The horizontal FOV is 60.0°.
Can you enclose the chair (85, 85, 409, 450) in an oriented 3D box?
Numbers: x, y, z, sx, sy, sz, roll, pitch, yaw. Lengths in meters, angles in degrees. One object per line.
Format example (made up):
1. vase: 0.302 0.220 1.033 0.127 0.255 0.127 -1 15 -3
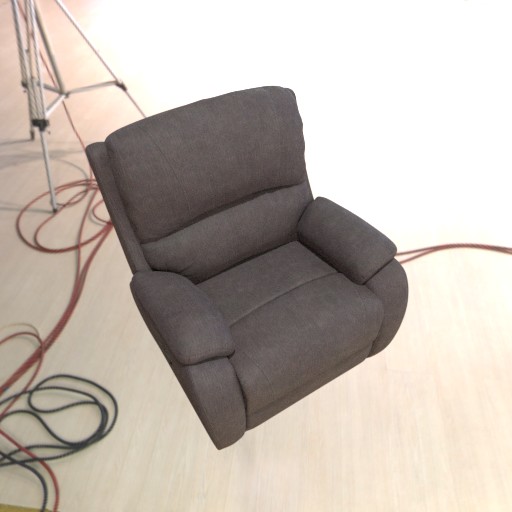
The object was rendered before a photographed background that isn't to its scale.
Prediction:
1. chair: 0.000 0.000 1.728 0.930 1.011 0.899 -24 51 -22
